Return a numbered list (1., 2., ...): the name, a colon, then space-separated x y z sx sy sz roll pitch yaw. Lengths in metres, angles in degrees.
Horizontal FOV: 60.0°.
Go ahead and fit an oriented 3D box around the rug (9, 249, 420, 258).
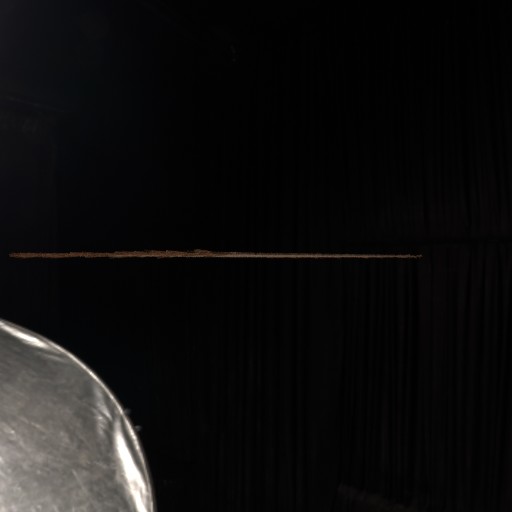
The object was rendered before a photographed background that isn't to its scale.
1. rug: 0.000 0.000 2.448 1.224 0.027 2.085 0 0 36
